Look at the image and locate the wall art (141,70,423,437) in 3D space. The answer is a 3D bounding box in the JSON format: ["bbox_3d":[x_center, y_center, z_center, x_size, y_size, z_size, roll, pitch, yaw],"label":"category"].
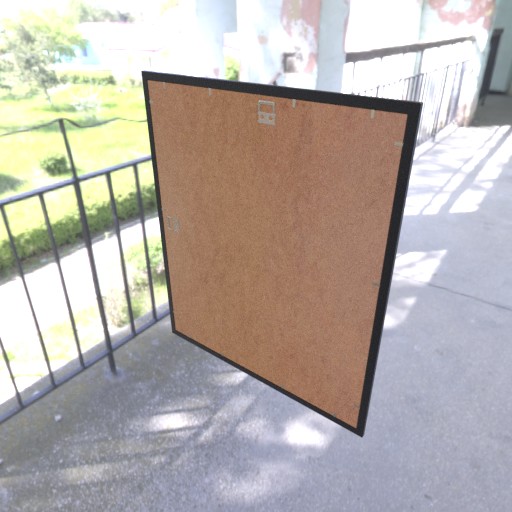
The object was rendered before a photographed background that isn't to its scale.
[{"bbox_3d":[0.000,0.000,0.900,0.559,0.660,0.018,20,35,32],"label":"wall art"}]
